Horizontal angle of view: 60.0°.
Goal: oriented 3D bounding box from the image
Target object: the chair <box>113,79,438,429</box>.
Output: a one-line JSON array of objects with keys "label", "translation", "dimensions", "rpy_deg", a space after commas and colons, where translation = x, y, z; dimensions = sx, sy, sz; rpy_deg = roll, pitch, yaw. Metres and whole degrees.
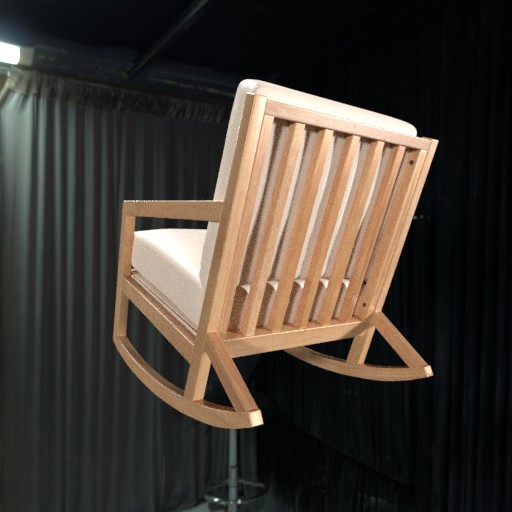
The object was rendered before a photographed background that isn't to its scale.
[{"label": "chair", "translation": [0.000, 0.000, 1.388], "dimensions": [0.622, 0.790, 0.857], "rpy_deg": [-1, 1, -36]}]
